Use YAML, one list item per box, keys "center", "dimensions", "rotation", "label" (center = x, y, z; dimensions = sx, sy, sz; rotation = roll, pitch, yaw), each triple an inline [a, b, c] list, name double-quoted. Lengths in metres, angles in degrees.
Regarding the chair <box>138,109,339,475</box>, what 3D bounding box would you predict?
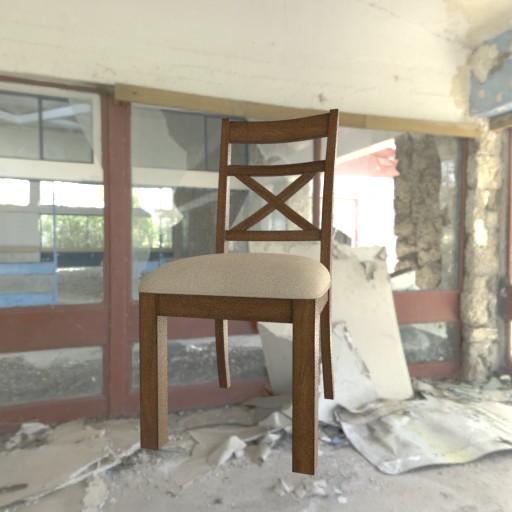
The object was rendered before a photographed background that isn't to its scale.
- center: [0.000, 0.000, 1.289]
  dimensions: [0.461, 0.949, 0.581]
  rotation: [1, 2, 17]
  label: "chair"
